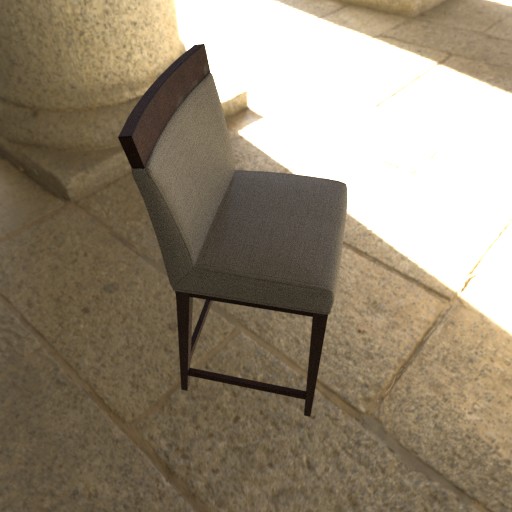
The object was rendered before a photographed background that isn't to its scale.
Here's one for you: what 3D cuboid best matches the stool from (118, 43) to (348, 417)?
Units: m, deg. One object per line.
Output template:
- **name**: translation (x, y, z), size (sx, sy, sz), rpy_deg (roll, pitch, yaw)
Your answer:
- **stool**: translation (0.000, 0.000, 1.444), size (0.531, 1.117, 0.511), rpy_deg (9, 47, 9)
